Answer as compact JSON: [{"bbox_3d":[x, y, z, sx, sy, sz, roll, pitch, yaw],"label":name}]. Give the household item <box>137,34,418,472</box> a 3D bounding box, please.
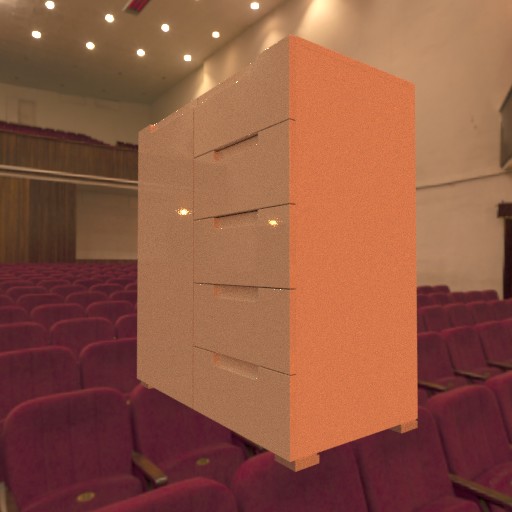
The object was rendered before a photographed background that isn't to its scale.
[{"bbox_3d":[0.000,0.000,1.320,0.420,0.870,0.800,1,-2,-36],"label":"household item"}]
